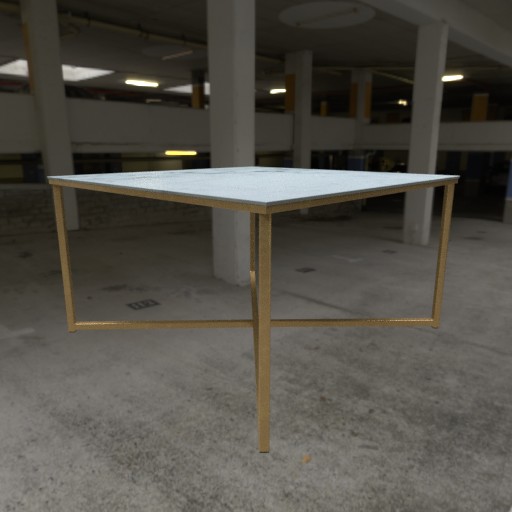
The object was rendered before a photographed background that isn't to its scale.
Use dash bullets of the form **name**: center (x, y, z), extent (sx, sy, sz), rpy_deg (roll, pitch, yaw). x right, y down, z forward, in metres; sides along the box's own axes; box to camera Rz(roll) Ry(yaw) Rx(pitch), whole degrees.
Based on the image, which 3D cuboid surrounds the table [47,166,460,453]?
- **table**: center (0.000, 0.000, 1.267), extent (0.800, 0.450, 0.800), rpy_deg (13, 19, 42)
